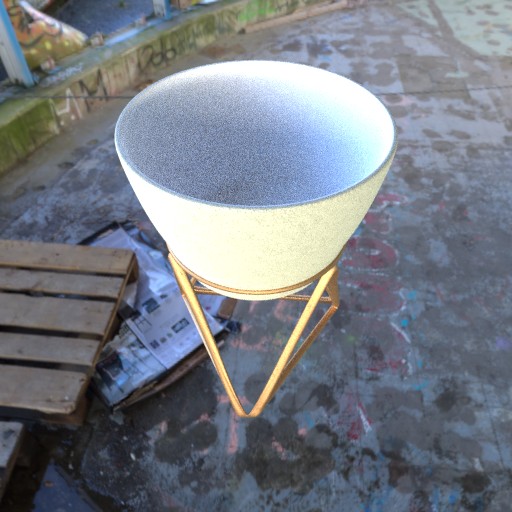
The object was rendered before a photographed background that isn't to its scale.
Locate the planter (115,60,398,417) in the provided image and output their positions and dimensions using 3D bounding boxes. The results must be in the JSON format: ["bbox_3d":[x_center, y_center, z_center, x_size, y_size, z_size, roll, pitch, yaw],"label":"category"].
[{"bbox_3d":[0.000,0.000,0.740,0.350,0.504,0.350,4,47,4],"label":"planter"}]
